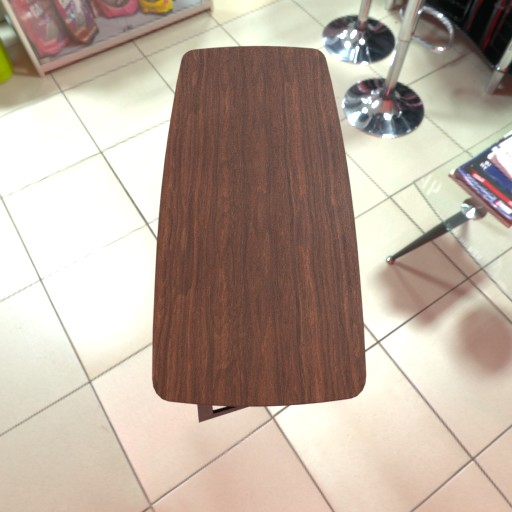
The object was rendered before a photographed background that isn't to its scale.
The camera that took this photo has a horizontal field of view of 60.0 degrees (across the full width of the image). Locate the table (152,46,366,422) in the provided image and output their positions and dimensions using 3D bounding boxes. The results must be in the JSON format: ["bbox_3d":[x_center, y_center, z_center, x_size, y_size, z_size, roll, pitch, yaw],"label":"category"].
[{"bbox_3d":[0.000,0.000,1.102,0.361,0.576,0.804,-1,63,0],"label":"table"}]
